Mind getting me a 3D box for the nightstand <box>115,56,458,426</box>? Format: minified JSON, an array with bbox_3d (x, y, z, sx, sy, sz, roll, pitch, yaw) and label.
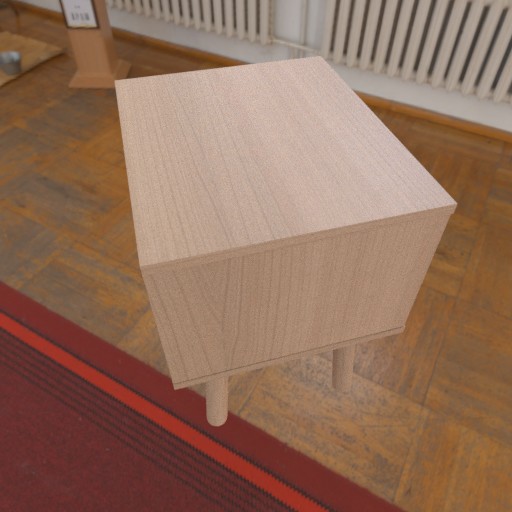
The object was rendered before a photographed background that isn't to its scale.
[{"bbox_3d":[0.000,0.000,0.842,0.380,0.530,0.450,-12,47,-11],"label":"nightstand"}]
